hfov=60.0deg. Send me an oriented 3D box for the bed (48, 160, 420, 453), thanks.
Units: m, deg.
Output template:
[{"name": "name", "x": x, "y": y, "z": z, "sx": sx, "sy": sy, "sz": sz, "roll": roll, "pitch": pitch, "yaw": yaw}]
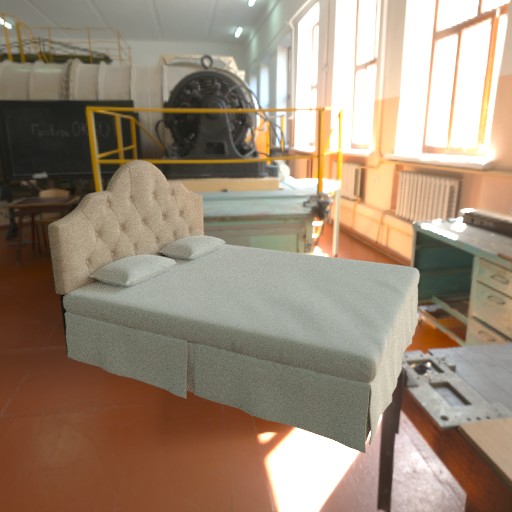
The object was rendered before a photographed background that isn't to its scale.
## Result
[{"name": "bed", "x": 0.000, "y": 0.000, "z": 2.926, "sx": 1.970, "sy": 1.194, "sz": 1.667, "roll": 7, "pitch": 17, "yaw": 25}]
